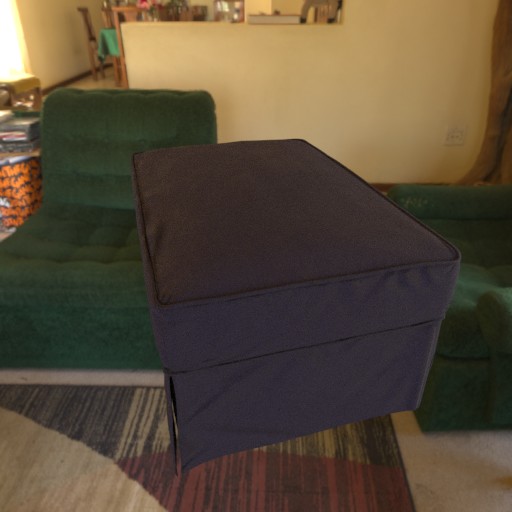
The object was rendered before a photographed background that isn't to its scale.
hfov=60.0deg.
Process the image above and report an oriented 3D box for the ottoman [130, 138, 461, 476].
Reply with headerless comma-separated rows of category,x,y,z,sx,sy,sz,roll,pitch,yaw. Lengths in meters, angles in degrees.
ottoman,0.000,0.000,1.286,0.637,0.503,0.938,-8,31,-14
